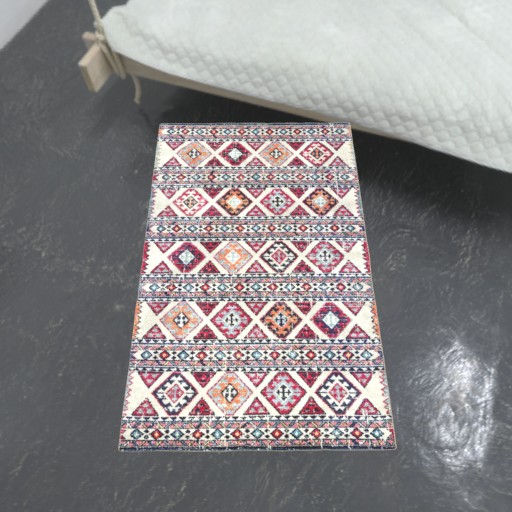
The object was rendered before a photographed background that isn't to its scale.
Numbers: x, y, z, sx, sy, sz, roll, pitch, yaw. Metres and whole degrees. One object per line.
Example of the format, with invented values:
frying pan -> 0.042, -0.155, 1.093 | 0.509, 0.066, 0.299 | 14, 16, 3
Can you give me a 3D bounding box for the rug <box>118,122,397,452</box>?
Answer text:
rug -> 0.000, 0.000, 3.012 | 1.545, 0.010, 2.440 | 0, 62, 0
